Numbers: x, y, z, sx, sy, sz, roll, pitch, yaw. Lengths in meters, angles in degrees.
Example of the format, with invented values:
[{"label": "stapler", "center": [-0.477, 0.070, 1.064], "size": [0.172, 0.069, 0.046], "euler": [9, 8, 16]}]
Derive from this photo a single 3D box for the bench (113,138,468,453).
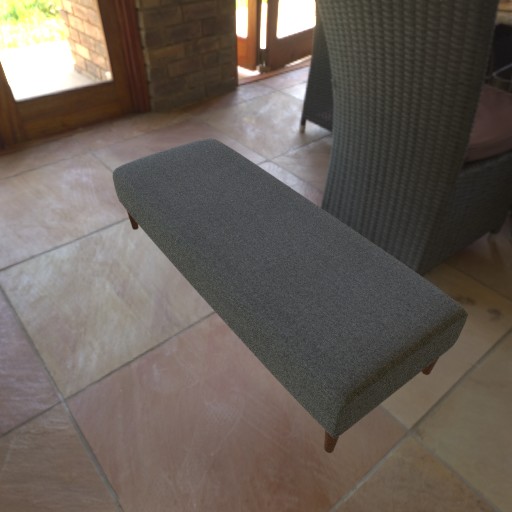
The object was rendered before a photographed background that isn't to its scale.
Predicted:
[{"label": "bench", "center": [0.000, 0.000, 1.915], "size": [0.631, 0.384, 1.598], "euler": [-26, 47, -27]}]
